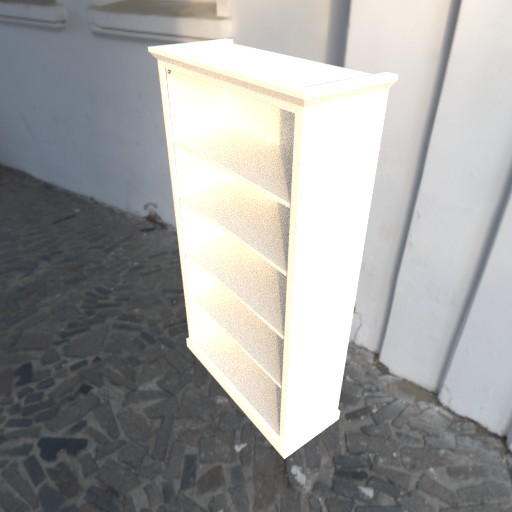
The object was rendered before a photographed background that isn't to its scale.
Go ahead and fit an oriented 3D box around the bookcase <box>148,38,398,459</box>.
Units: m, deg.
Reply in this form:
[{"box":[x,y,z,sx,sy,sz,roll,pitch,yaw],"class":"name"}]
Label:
[{"box":[0.000,0.000,2.279,0.432,1.880,1.050,-23,40,-30],"class":"bookcase"}]
